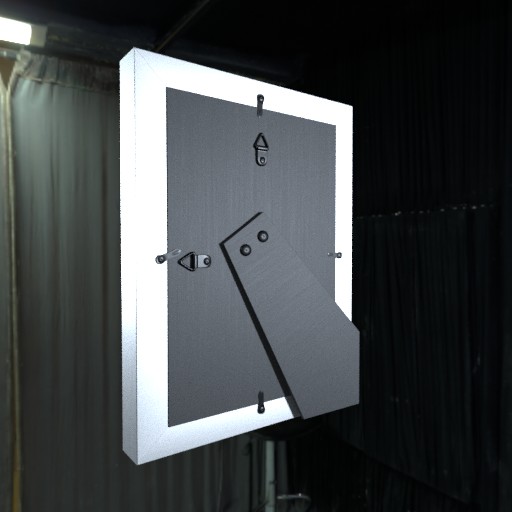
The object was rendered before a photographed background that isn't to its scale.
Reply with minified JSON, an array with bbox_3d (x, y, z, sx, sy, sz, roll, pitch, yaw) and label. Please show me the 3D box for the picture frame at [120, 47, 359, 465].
[{"bbox_3d":[0.000,0.000,0.271,0.157,0.208,0.028,-1,2,-36],"label":"picture frame"}]
